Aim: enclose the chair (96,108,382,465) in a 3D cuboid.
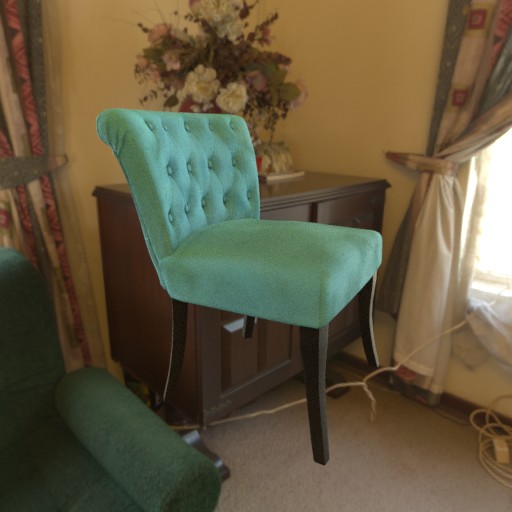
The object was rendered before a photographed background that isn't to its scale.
[{"bbox_3d":[0.000,0.000,1.200,0.605,0.750,0.582,8,18,27],"label":"chair"}]
